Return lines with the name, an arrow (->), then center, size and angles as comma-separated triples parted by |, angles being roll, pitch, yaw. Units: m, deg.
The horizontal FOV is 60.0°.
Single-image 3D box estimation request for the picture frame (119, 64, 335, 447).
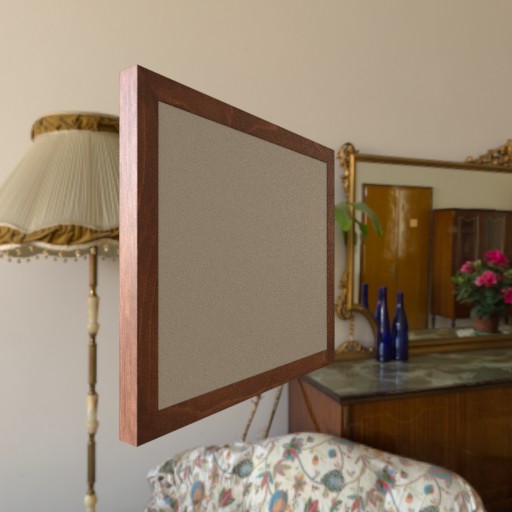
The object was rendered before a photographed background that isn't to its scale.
picture frame -> 0.000, 0.000, 0.543 | 0.025, 0.330, 0.381 | 0, 0, 36
